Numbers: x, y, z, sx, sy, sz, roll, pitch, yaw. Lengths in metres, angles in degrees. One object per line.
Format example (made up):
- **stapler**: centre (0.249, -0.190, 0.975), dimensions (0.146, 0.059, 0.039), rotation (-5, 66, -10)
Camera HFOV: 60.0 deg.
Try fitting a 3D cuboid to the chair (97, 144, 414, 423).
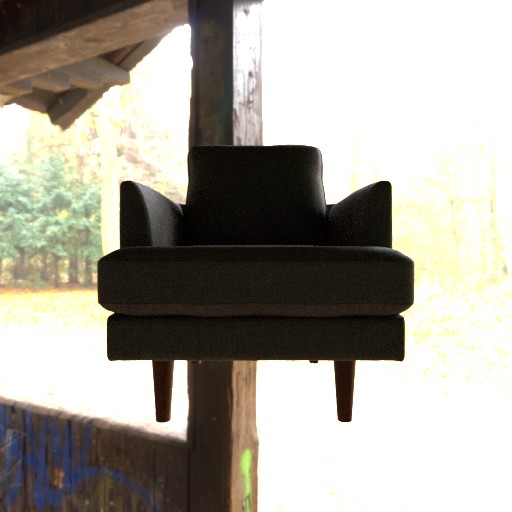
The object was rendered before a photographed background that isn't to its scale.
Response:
- **chair**: centre (0.000, 0.000, 1.604), dimensions (0.858, 0.957, 0.899), rotation (0, 0, 0)
